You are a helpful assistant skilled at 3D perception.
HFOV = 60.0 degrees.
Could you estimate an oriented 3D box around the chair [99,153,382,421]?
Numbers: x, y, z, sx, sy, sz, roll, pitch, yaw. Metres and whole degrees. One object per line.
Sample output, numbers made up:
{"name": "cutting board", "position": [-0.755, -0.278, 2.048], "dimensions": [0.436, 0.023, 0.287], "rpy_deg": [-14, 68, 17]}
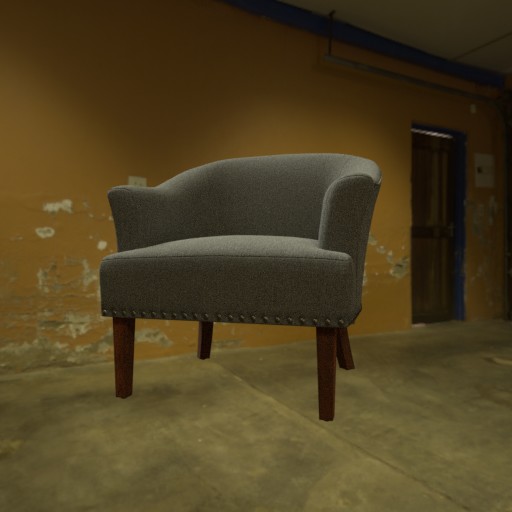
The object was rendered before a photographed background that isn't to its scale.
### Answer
{"name": "chair", "position": [0.000, 0.000, 1.463], "dimensions": [0.798, 0.815, 0.704], "rpy_deg": [0, 0, 18]}
